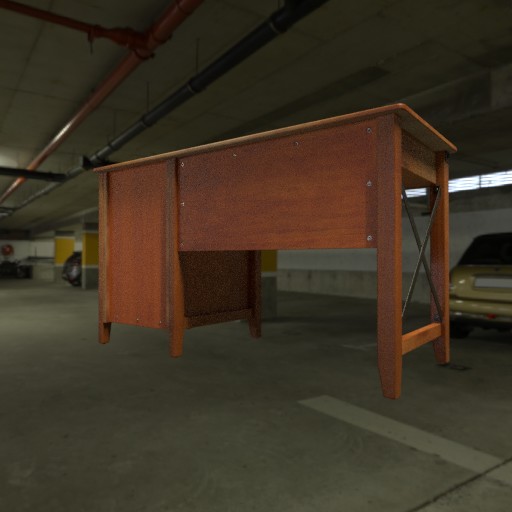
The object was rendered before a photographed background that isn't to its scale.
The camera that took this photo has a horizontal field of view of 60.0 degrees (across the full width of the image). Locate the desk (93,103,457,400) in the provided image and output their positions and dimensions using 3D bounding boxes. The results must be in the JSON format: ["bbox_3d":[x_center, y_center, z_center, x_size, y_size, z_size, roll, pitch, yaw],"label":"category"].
[{"bbox_3d":[0.000,0.000,1.738,1.353,0.756,0.574,0,-1,37],"label":"desk"}]
